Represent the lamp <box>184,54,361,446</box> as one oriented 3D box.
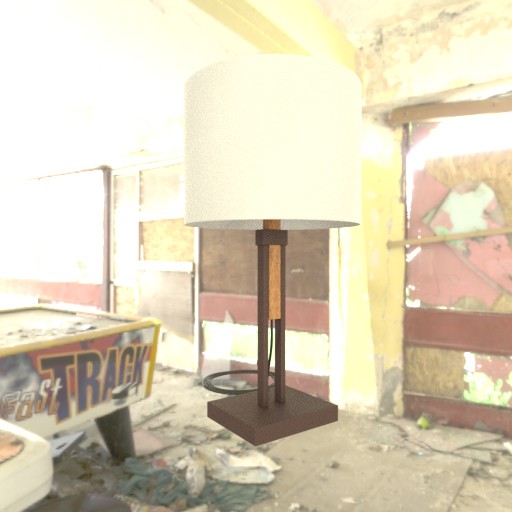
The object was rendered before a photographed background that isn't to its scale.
[{"bbox_3d":[0.000,0.000,0.988,0.396,0.668,0.525,0,1,-35],"label":"lamp"}]
